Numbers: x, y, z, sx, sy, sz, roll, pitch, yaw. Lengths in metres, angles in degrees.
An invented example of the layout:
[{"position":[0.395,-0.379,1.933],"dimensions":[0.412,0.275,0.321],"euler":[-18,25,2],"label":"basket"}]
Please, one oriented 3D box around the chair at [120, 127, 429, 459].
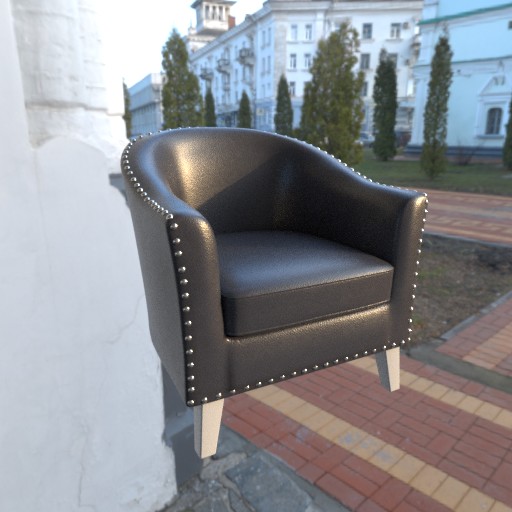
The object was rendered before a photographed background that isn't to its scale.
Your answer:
[{"position":[0.000,0.000,1.455],"dimensions":[0.794,0.823,0.748],"euler":[-8,17,-27],"label":"chair"}]
